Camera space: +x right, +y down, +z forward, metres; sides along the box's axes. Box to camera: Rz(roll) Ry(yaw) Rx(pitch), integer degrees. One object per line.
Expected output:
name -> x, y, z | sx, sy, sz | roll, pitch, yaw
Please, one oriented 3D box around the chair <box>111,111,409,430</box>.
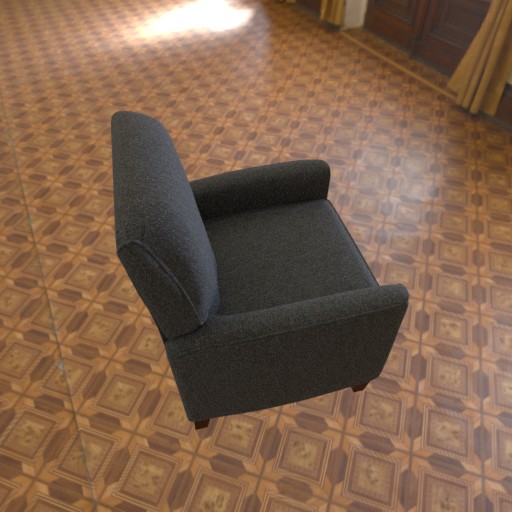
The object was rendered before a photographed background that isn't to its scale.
chair -> 0.000, 0.000, 1.643 | 0.850, 1.016, 0.839 | -10, 47, -10
